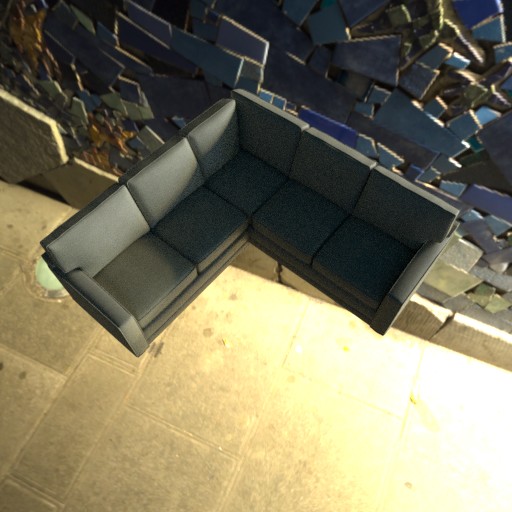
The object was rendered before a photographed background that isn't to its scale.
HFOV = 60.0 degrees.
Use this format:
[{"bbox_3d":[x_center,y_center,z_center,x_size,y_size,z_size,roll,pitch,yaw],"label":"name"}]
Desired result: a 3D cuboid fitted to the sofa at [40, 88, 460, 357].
[{"bbox_3d":[0.000,0.000,3.421,2.211,0.936,2.188,34,64,19],"label":"sofa"}]
